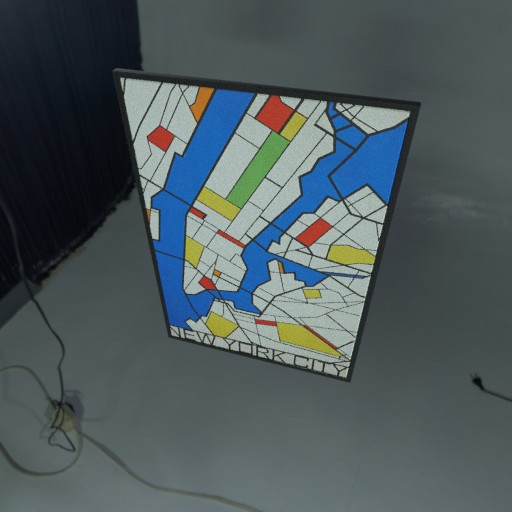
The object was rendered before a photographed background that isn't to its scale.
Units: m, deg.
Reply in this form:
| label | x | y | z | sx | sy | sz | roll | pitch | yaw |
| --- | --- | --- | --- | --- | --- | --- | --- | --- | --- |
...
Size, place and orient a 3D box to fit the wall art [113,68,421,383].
| label | x | y | z | sx | sy | sz | roll | pitch | yaw |
| --- | --- | --- | --- | --- | --- | --- | --- | --- | --- |
| wall art | 0.000 | 0.000 | 0.856 | 0.457 | 0.657 | 0.013 | 11 | 43 | 12 |
